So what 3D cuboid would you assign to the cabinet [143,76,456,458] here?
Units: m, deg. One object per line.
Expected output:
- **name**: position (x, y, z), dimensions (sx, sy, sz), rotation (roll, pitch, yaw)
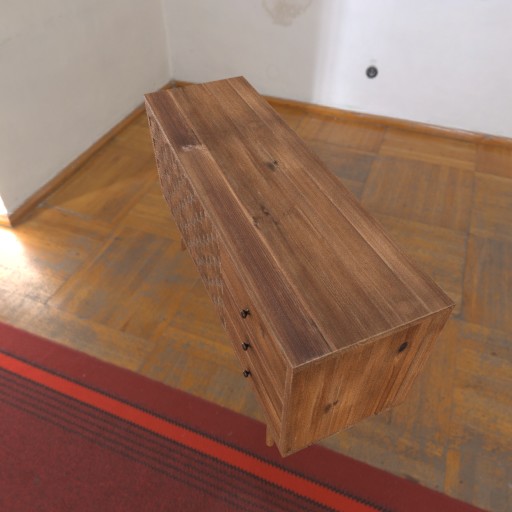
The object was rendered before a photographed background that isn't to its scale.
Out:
- **cabinet**: position (0.000, 0.000, 1.761), dimensions (0.472, 0.800, 1.400), rotation (-17, 48, -16)
